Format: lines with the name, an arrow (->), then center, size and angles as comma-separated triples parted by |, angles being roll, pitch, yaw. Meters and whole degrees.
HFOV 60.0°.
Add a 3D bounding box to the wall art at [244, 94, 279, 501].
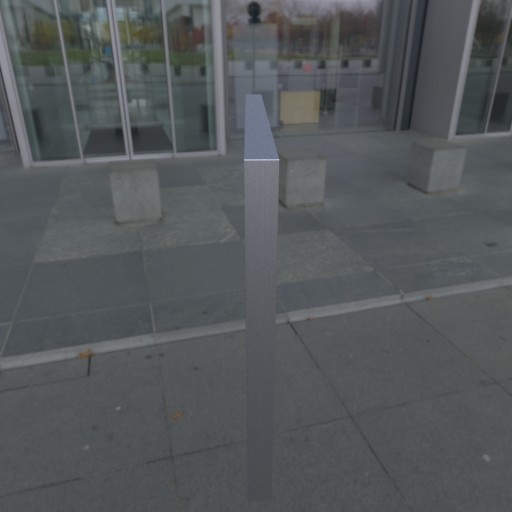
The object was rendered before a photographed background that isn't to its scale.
wall art -> 0.000, 0.000, 0.742 | 0.032, 0.456, 0.557 | 0, 26, -1
